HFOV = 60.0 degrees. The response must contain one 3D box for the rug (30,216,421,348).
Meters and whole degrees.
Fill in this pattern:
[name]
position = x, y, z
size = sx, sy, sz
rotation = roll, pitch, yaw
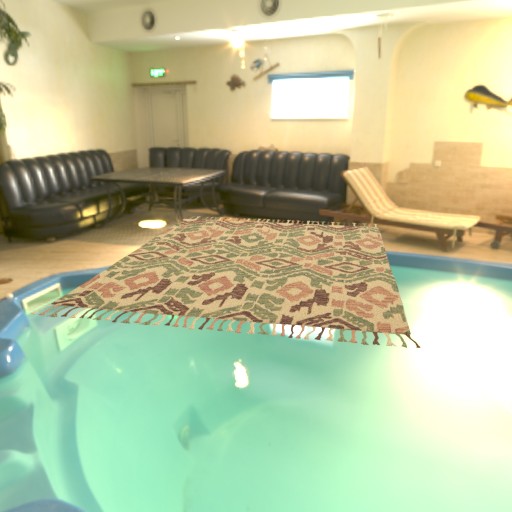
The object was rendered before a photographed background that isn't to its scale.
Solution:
[rug]
position = 0.000, 0.000, 4.093
size = 2.438, 0.010, 3.048
rotation = 3, 18, 10
